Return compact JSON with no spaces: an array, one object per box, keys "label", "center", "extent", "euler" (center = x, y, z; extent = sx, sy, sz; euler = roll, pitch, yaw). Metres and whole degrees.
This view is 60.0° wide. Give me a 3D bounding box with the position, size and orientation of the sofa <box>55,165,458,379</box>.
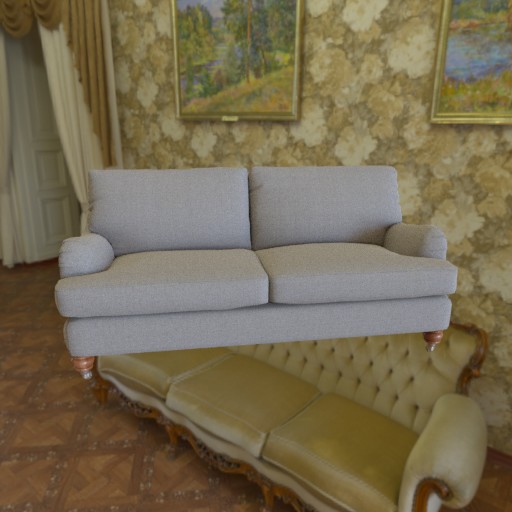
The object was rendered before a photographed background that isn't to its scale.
[{"label":"sofa","center":[0.000,0.000,2.766],"extent":[2.160,1.054,1.087],"euler":[-2,16,-9]}]
